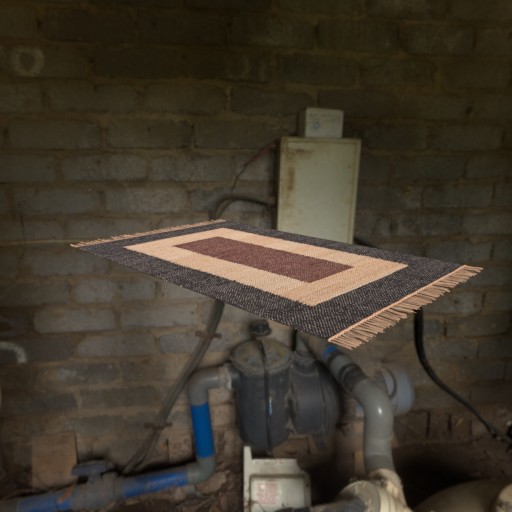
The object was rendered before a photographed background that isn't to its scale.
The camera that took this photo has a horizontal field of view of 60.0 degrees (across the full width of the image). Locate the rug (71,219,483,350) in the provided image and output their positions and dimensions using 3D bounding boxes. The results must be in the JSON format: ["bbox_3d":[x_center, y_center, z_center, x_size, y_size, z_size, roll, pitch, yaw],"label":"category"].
[{"bbox_3d":[0.000,0.000,2.474,2.021,0.027,1.224,14,20,42],"label":"rug"}]
